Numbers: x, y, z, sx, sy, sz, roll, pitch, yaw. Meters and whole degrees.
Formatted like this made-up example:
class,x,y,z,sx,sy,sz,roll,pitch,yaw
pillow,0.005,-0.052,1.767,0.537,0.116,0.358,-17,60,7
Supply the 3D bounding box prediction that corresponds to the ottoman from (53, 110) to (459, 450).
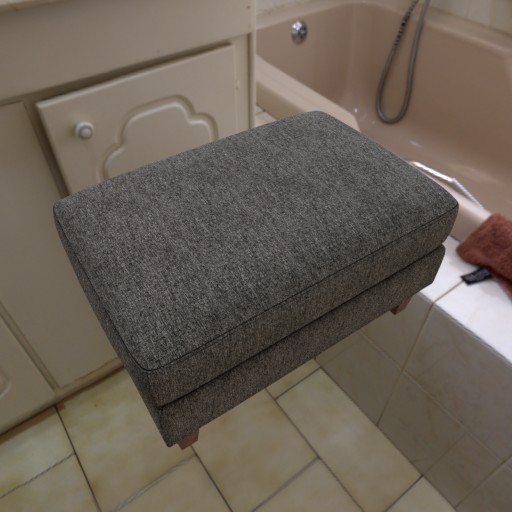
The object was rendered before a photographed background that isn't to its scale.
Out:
class,x,y,z,sx,sy,sz,roll,pitch,yaw
ottoman,0.000,0.000,1.199,0.864,0.483,0.584,-26,51,-23
